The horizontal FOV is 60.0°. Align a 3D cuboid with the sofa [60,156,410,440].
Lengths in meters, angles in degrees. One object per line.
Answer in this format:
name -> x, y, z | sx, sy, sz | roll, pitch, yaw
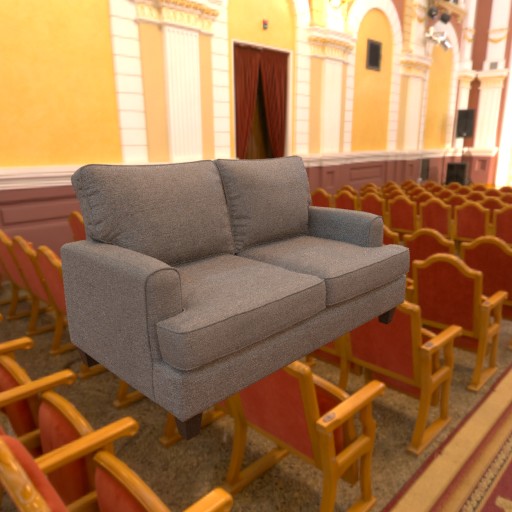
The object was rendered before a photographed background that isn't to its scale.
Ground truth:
sofa -> 0.000, 0.000, 2.292 | 0.965, 0.965, 1.651 | 14, 21, 43
